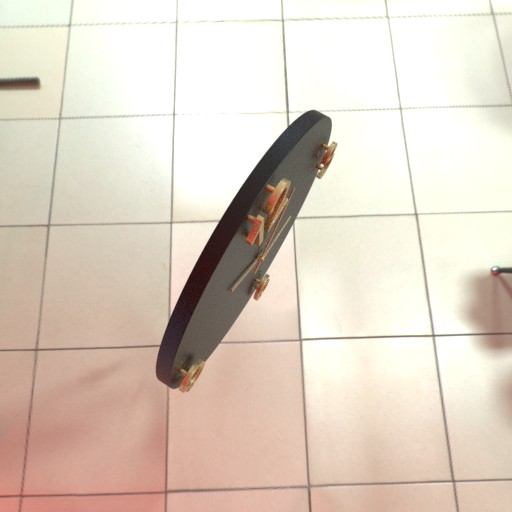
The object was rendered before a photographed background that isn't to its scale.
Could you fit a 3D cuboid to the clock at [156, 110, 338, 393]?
[{"bbox_3d":[0.000,0.000,0.679,0.038,0.454,0.454,30,76,8],"label":"clock"}]
